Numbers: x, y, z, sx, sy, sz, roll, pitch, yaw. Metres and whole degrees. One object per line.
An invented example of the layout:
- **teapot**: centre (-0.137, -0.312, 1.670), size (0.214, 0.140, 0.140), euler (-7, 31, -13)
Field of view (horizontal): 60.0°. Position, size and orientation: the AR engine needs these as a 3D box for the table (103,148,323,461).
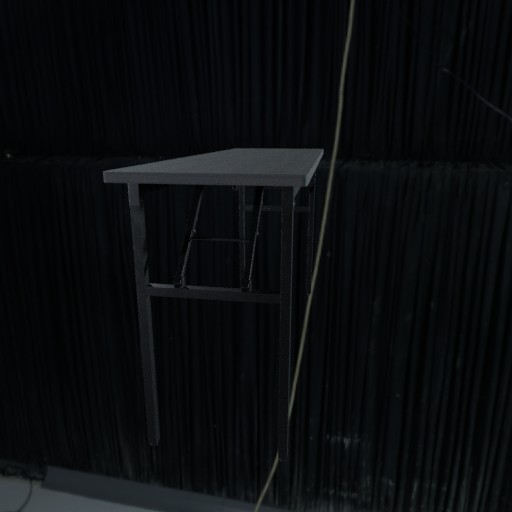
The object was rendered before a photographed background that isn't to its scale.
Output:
- **table**: centre (0.000, 0.000, 1.698), size (0.449, 0.750, 1.399), euler (3, 16, 9)
